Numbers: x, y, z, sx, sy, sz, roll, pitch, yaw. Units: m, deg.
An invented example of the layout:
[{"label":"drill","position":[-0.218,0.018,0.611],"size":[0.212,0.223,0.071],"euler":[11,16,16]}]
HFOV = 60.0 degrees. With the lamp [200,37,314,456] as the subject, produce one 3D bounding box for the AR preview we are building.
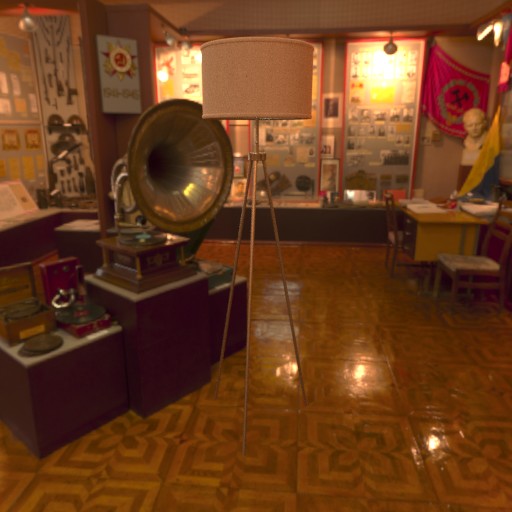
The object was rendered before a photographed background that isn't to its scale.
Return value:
[{"label":"lamp","position":[0.000,0.000,1.786],"size":[0.449,1.545,0.460],"euler":[2,16,8]}]
